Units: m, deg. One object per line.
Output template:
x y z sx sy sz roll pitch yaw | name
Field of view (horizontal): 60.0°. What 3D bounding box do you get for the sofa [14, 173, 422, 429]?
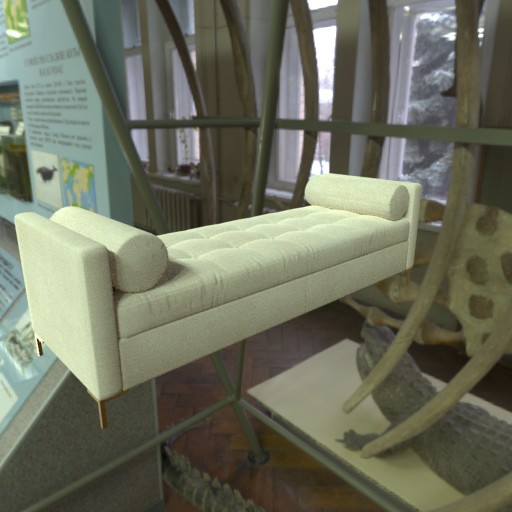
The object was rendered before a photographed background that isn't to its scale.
0.000 0.000 2.235 1.981 0.635 0.686 -15 23 -40 | sofa
